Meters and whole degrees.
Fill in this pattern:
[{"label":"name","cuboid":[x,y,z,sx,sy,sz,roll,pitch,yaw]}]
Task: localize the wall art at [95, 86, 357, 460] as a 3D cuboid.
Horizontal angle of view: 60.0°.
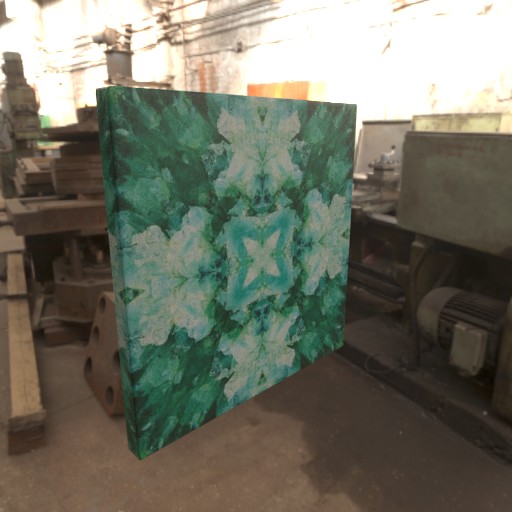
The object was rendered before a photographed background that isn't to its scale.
[{"label":"wall art","cuboid":[0.000,0.000,0.752,0.507,0.508,0.038,-15,22,-42]}]
